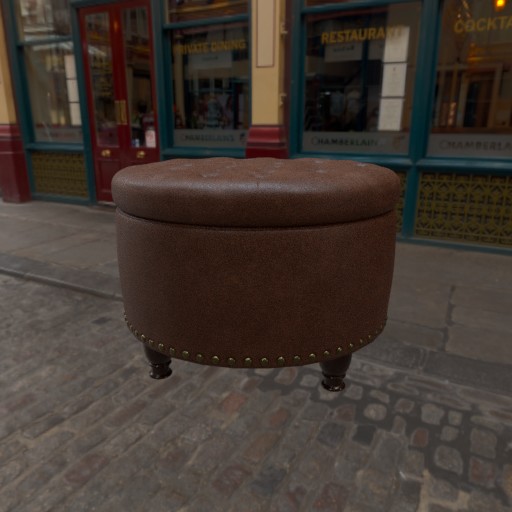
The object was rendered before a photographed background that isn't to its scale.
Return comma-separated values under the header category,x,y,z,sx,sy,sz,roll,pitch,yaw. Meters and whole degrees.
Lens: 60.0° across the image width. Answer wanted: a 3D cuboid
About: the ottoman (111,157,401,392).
category,x,y,z,sx,sy,sz,roll,pitch,yaw
ottoman,0.000,0.000,1.069,0.637,0.442,0.637,0,16,0
